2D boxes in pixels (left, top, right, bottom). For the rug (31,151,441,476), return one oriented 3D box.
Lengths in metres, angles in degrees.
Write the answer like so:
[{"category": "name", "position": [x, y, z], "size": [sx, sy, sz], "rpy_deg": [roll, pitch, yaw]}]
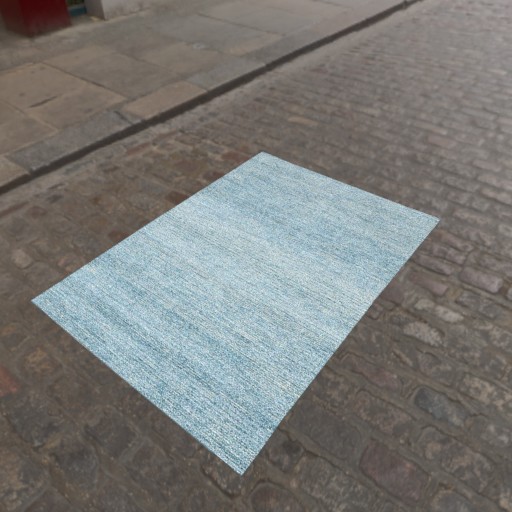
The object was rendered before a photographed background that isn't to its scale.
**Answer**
[{"category": "rug", "position": [0.000, 0.000, 2.892], "size": [1.611, 0.026, 2.260], "rpy_deg": [28, 49, 27]}]
